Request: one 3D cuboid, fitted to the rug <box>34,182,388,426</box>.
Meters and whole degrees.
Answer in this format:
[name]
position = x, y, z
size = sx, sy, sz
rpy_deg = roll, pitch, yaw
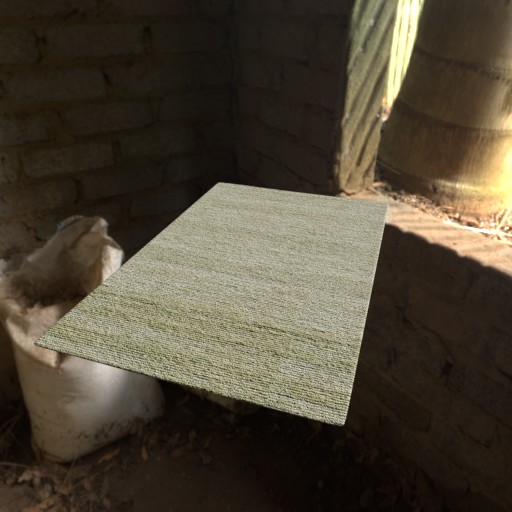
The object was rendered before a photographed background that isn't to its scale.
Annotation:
[rug]
position = 0.000, 0.000, 2.185
size = 1.143, 0.010, 1.758
rpy_deg = 10, 31, 16
